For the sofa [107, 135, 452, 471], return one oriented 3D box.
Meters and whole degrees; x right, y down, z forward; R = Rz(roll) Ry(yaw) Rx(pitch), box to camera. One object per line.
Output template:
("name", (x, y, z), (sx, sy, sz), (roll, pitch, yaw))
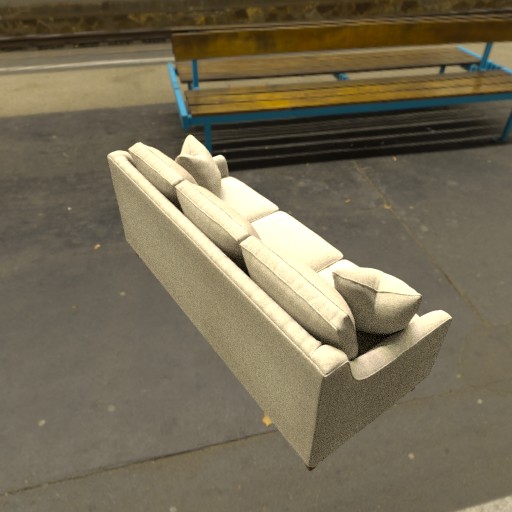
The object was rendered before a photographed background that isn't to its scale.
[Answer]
("sofa", (0.000, 0.000, 2.544), (0.865, 0.914, 2.031), (-24, 45, -27))
